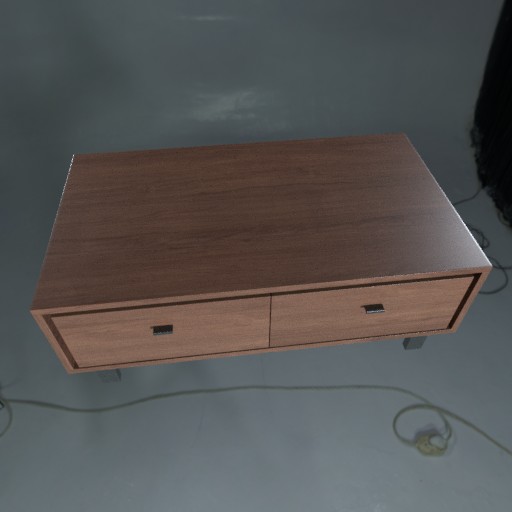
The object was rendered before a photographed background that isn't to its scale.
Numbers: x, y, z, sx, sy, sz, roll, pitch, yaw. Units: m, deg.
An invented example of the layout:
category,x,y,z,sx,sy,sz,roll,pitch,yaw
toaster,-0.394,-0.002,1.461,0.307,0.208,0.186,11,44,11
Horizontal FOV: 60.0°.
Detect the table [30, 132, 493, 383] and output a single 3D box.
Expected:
category,x,y,z,sx,sy,sz,roll,pitch,yaw
table,0.000,0.000,1.295,1.020,0.380,0.600,-5,47,-5
